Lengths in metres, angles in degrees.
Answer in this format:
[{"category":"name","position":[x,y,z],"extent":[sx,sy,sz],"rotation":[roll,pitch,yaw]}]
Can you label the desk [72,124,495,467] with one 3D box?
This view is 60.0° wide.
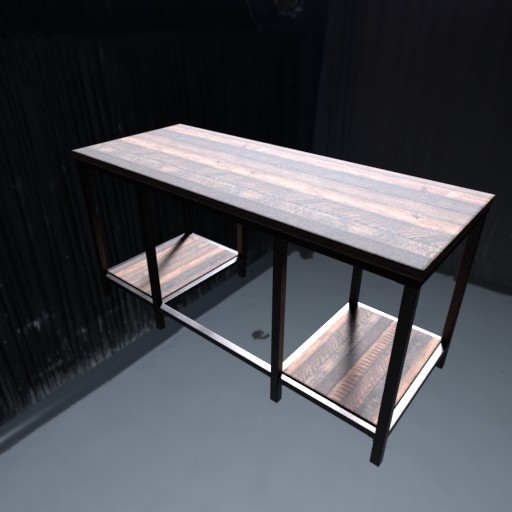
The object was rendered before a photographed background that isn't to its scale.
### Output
[{"category":"desk","position":[0.000,0.000,1.869],"extent":[1.538,0.753,0.617],"rotation":[22,37,34]}]
